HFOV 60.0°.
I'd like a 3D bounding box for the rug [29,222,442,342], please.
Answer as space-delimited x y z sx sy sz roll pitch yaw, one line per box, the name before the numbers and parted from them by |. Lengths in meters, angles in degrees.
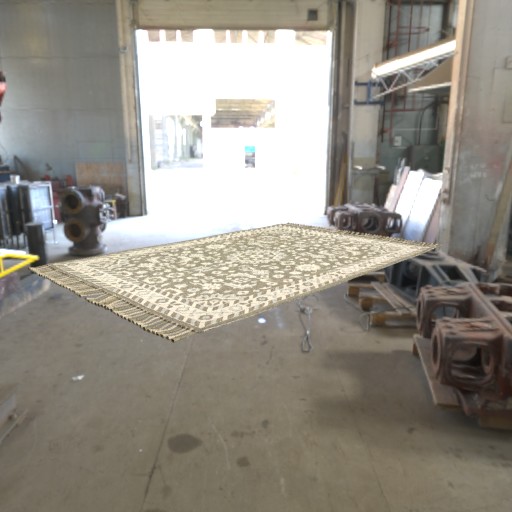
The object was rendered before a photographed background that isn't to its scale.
rug | 0.000 0.000 3.001 1.530 0.025 2.431 13 19 43
